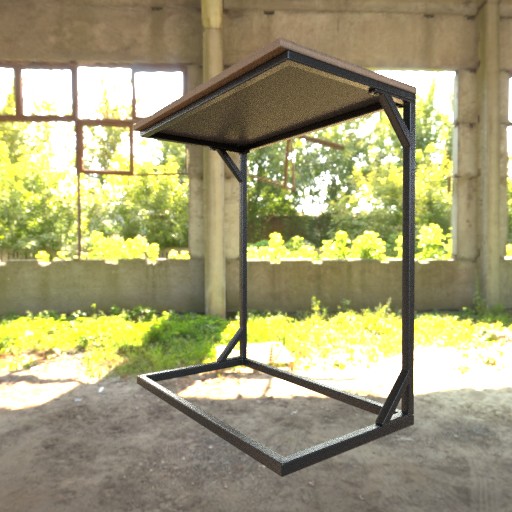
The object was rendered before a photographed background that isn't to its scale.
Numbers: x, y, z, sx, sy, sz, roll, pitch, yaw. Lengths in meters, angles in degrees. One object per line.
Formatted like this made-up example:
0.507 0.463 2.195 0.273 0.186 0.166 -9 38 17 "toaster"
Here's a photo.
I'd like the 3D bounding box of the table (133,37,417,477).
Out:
0.000 0.000 1.018 0.351 0.673 0.597 -1 1 -36 "table"
